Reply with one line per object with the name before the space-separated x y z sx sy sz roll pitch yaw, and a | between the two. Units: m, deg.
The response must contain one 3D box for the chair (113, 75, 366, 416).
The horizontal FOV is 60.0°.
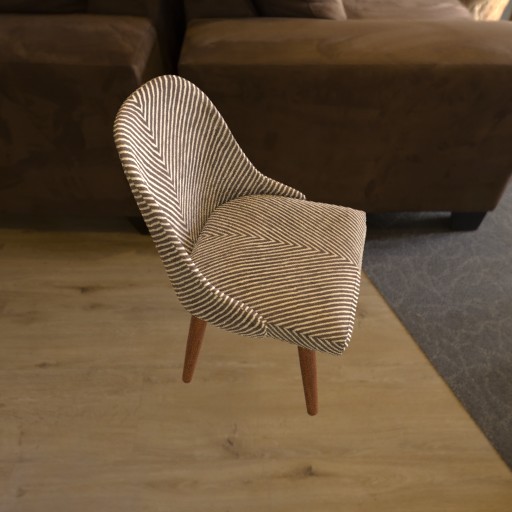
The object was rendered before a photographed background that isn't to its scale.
chair | 0.000 0.000 1.256 0.591 0.883 0.504 11 49 10
